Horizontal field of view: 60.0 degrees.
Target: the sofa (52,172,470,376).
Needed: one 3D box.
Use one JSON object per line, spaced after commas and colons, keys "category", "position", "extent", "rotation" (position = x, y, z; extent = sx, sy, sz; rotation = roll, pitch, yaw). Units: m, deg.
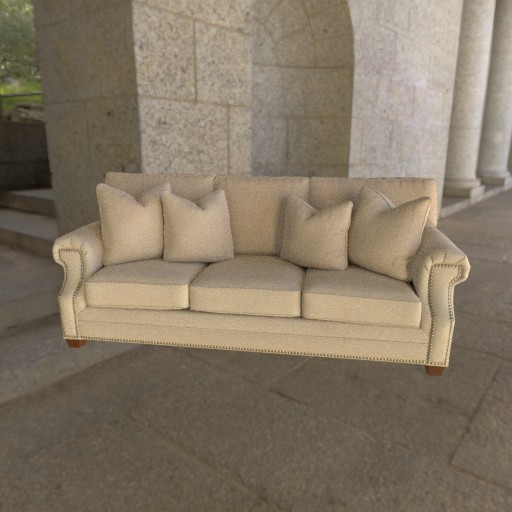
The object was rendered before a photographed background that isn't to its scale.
{"category": "sofa", "position": [0.000, 0.000, 2.762], "extent": [2.312, 0.975, 0.965], "rotation": [2, 15, 9]}
